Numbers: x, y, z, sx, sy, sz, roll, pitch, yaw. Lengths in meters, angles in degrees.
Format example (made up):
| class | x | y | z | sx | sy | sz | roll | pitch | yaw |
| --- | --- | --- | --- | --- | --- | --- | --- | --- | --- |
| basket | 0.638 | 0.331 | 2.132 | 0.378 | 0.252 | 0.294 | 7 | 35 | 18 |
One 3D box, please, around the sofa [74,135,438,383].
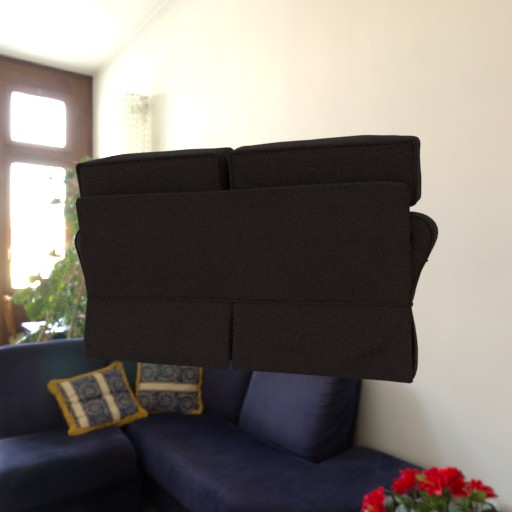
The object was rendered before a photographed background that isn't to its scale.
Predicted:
| class | x | y | z | sx | sy | sz | roll | pitch | yaw |
| --- | --- | --- | --- | --- | --- | --- | --- | --- | --- |
| sofa | 0.000 | 0.000 | 2.419 | 1.801 | 1.059 | 0.997 | 0 | 0 | 17 |
